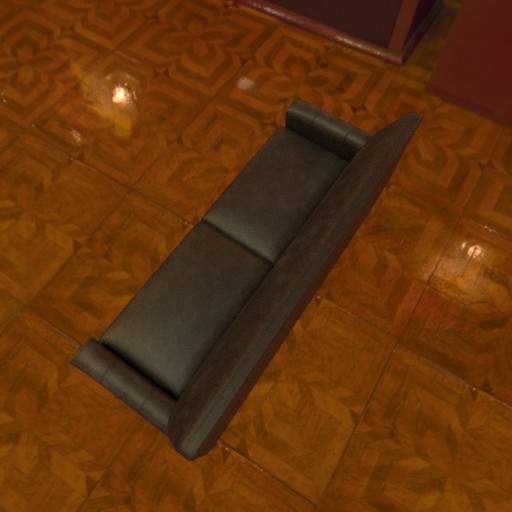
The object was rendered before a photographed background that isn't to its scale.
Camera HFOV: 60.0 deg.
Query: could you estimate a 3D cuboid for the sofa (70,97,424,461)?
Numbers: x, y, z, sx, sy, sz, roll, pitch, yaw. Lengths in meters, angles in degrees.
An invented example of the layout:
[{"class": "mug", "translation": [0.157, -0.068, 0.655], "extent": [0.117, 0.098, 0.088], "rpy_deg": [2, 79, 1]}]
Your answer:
[{"class": "sofa", "translation": [0.000, 0.000, 2.506], "extent": [0.805, 0.947, 2.053], "rpy_deg": [31, 68, 14]}]
